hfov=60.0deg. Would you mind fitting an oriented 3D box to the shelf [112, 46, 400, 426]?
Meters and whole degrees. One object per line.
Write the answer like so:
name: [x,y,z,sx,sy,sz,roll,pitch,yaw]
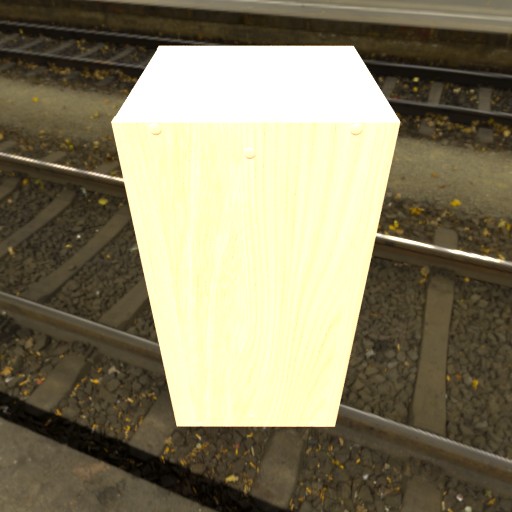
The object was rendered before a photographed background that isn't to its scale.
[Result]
shelf: [0.000,0.000,0.755,0.297,0.594,0.290,0,40,0]
